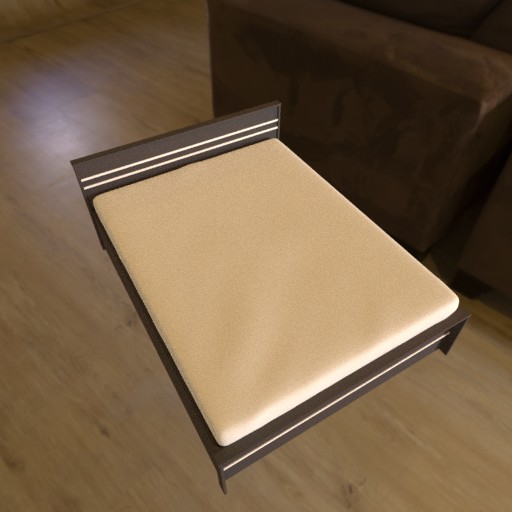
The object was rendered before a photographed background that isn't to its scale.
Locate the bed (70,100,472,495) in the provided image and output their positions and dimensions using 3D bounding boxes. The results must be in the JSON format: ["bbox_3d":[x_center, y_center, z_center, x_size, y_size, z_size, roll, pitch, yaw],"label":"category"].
[{"bbox_3d":[0.000,0.000,2.902,1.634,0.808,2.103,-23,51,-21],"label":"bed"}]
